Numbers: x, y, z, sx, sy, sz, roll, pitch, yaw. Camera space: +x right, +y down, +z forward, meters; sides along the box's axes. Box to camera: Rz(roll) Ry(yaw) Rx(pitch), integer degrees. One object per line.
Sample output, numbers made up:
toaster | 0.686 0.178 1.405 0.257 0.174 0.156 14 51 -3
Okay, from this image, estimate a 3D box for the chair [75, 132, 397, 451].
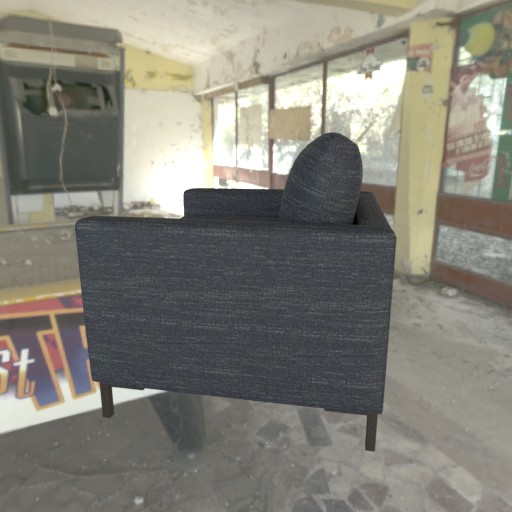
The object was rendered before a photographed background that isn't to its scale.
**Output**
chair | 0.000 0.000 1.611 0.866 0.861 0.963 3 14 11
